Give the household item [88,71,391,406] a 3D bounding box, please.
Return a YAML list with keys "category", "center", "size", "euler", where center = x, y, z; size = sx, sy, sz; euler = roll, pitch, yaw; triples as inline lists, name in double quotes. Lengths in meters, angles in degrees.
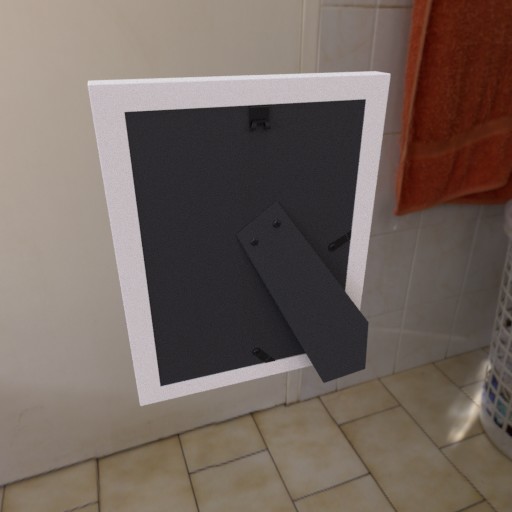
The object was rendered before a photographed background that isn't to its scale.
- category: "household item"
  center: [0.000, 0.000, 0.335]
  size: [0.200, 0.250, 0.045]
  euler: [-9, 29, -16]
